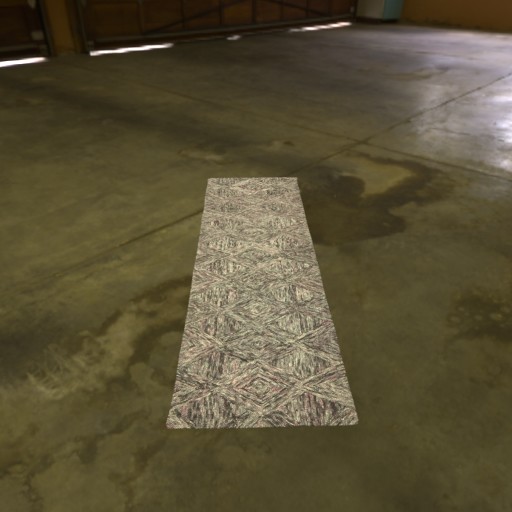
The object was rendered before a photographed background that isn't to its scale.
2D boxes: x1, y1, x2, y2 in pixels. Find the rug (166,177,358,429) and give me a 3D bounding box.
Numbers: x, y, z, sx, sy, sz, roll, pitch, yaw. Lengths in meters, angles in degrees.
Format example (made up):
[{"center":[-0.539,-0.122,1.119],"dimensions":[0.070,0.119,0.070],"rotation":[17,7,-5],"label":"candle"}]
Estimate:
[{"center":[0.000,0.000,2.579],"dimensions":[0.719,0.013,2.305],"rotation":[-1,33,-1],"label":"rug"}]
